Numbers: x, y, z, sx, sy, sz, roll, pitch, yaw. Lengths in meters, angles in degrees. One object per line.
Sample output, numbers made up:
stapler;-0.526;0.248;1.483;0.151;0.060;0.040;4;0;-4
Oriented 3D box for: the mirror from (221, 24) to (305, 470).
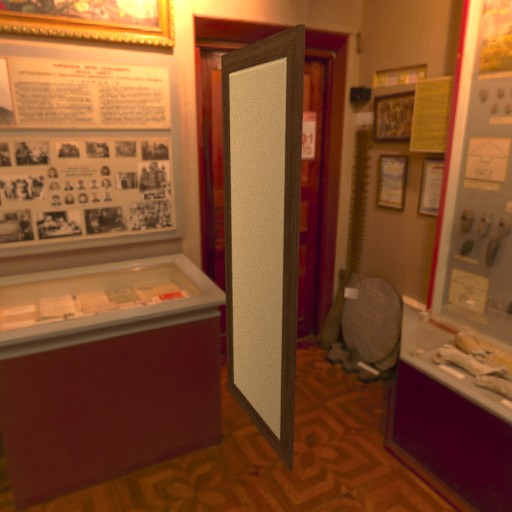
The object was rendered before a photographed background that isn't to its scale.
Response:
mirror;0.000;0.000;2.310;0.025;2.032;0.812;-7;17;-25
